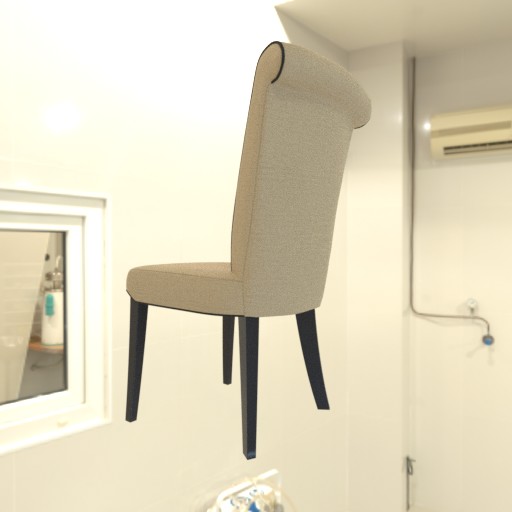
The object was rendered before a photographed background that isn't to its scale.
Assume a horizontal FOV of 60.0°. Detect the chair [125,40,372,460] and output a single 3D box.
[{"bbox_3d":[0.000,0.000,1.347,0.623,0.997,0.522,0,1,36],"label":"chair"}]
